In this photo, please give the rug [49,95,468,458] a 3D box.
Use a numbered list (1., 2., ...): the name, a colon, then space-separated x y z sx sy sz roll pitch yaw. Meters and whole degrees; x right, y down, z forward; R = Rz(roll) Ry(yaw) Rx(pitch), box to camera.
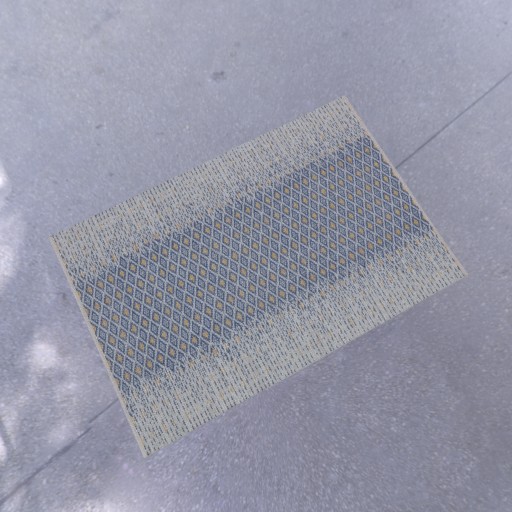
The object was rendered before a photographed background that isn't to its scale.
1. rug: 0.000 0.000 2.308 1.828 0.005 1.219 -27 76 -7
